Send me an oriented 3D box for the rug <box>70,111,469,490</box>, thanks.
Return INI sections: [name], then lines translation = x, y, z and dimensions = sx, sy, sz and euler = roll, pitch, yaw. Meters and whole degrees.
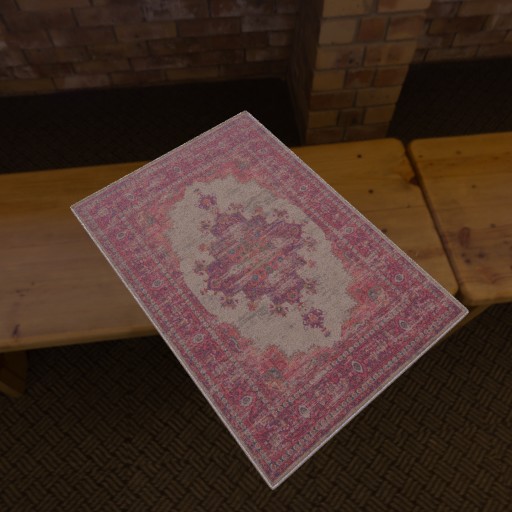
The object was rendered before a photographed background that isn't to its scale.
[rug]
translation = 0.000, 0.000, 3.731
dimensions = 2.005, 0.014, 2.878
euler = -34, 66, -18
